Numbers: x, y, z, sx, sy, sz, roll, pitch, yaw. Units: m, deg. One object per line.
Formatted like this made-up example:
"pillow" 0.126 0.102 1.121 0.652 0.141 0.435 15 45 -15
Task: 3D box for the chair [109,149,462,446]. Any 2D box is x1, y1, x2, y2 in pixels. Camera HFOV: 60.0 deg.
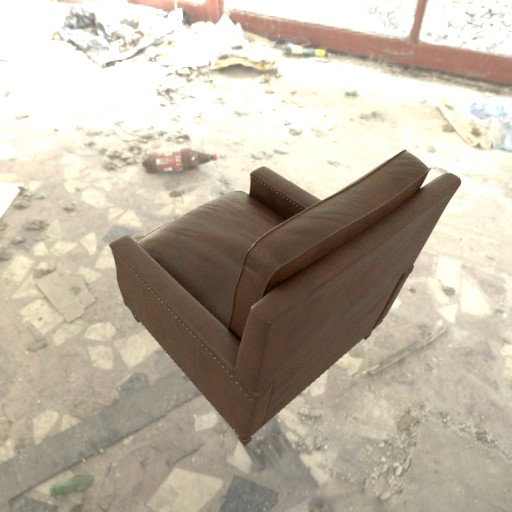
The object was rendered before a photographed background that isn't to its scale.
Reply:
"chair" 0.000 0.000 1.789 0.854 1.054 1.035 -32 53 -28
